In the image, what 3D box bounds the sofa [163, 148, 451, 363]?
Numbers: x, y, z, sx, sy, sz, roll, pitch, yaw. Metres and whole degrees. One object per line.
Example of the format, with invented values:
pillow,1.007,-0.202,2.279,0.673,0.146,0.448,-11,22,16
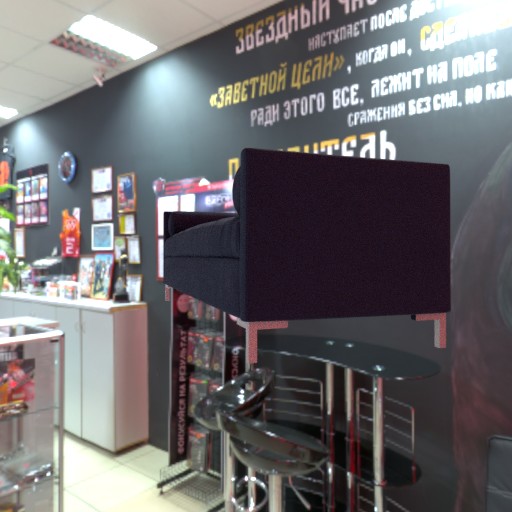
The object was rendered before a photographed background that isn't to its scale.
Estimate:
sofa,0.000,0.000,2.433,0.797,0.657,2.102,0,0,-19
